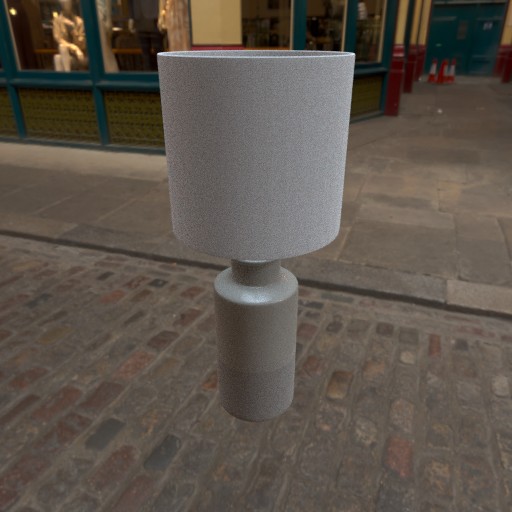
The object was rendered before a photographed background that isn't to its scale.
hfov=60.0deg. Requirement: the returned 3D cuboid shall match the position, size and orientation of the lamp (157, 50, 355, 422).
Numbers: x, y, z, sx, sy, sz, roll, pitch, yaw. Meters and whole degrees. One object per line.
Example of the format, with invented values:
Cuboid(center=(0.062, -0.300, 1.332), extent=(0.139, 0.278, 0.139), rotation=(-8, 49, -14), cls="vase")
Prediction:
Cuboid(center=(0.000, 0.000, 0.592), extent=(0.212, 0.493, 0.212), rotation=(9, 28, 18), cls="lamp")
